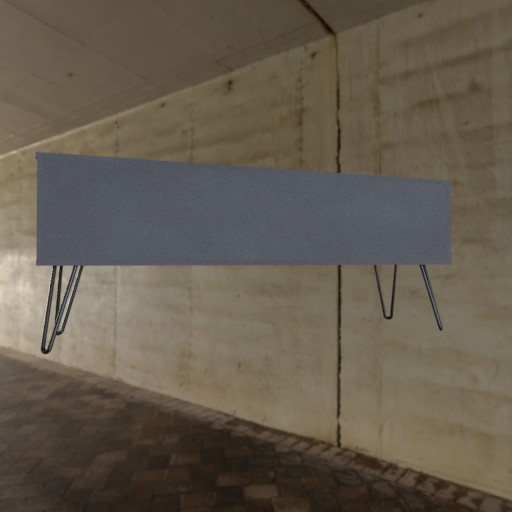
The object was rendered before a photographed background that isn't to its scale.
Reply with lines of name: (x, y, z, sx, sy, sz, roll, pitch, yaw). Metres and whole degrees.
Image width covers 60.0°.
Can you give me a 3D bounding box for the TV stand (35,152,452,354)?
TV stand: (0.000, 0.000, 1.617, 1.400, 0.560, 0.400, 0, -1, -18)
